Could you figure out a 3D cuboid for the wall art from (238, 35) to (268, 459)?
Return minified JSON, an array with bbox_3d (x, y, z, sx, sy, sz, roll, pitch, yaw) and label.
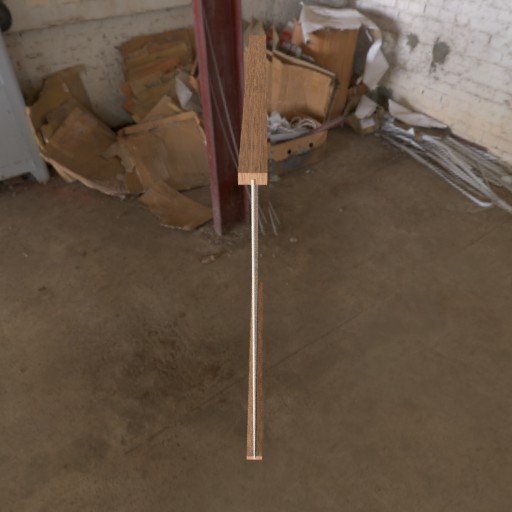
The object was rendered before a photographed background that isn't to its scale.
[{"bbox_3d":[0.000,0.000,0.792,0.028,0.609,0.456,1,41,1],"label":"wall art"}]
